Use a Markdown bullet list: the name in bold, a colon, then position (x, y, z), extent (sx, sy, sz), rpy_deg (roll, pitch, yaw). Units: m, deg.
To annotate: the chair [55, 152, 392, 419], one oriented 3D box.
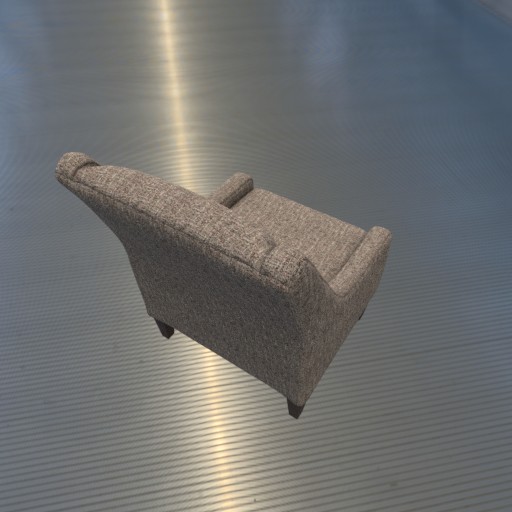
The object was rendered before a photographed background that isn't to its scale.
- **chair**: position (0.000, 0.000, 1.634), extent (0.774, 1.014, 0.870), rpy_deg (25, 50, 23)
